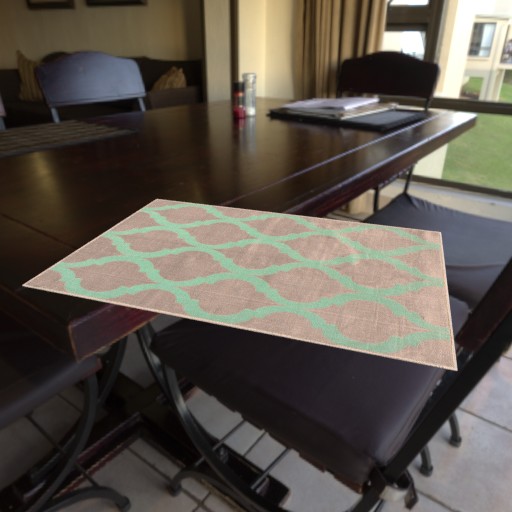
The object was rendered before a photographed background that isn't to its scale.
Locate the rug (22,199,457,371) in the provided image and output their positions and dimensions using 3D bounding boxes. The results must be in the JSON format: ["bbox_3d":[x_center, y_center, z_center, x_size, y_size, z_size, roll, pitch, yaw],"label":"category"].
[{"bbox_3d":[0.000,0.000,2.839,2.286,0.006,1.524,8,28,16],"label":"rug"}]
